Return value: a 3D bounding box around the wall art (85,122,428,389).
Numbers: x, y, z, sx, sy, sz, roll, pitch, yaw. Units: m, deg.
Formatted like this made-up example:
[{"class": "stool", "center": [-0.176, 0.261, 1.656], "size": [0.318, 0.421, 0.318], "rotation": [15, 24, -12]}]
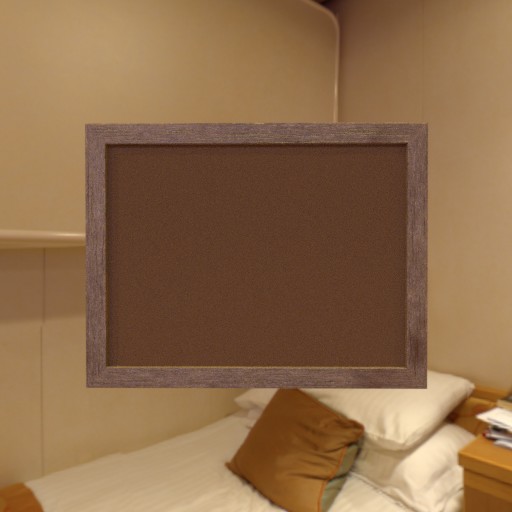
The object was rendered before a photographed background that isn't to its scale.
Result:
[{"class": "wall art", "center": [0.000, 0.000, 0.907], "size": [0.690, 0.535, 0.026], "rotation": [0, 1, 1]}]
